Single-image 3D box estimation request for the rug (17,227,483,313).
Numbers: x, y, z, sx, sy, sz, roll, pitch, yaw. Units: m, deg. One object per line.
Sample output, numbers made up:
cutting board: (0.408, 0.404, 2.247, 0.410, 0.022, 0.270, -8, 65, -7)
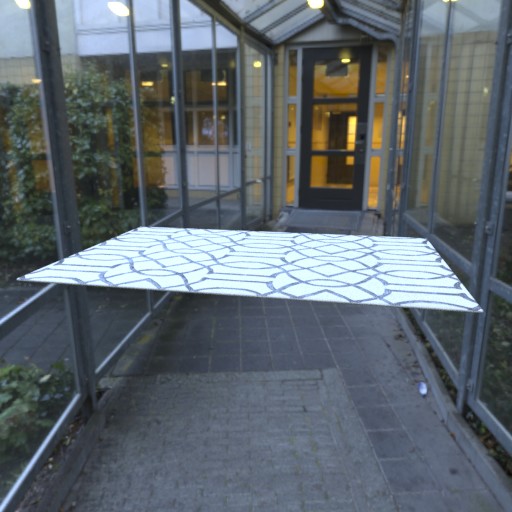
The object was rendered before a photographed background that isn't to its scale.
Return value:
rug: (0.000, 0.000, 2.906, 2.365, 0.017, 1.521, 3, 15, 11)
